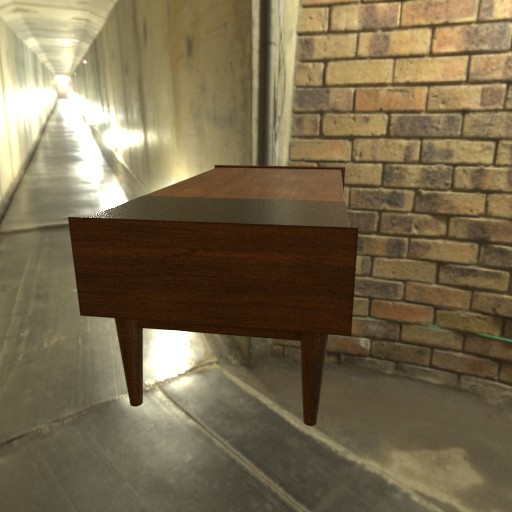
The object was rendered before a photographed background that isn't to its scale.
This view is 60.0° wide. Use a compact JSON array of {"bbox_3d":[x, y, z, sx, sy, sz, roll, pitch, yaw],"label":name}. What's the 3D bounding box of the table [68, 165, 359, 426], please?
[{"bbox_3d":[0.000,0.000,1.551,0.610,0.508,1.221,3,17,9],"label":"table"}]
